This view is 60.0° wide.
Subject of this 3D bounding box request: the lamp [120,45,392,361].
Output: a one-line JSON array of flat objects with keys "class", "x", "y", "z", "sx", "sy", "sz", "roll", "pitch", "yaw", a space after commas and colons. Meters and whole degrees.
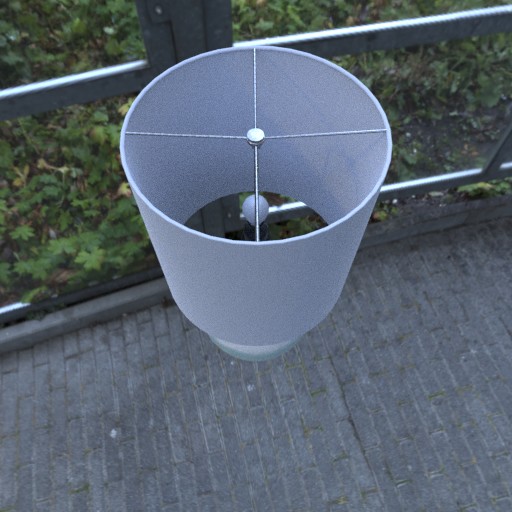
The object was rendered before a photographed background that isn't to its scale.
[{"class": "lamp", "x": 0.000, "y": 0.000, "z": 0.530, "sx": 0.217, "sy": 0.404, "sz": 0.217, "roll": -1, "pitch": 60, "yaw": 0}]
